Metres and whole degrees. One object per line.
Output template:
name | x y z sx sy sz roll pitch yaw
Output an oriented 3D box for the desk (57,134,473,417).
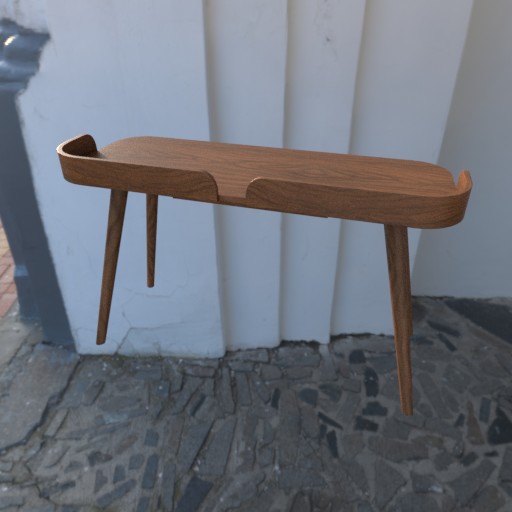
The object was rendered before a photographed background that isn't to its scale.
desk | 0.000 0.000 1.620 1.256 0.800 0.486 9 32 14
